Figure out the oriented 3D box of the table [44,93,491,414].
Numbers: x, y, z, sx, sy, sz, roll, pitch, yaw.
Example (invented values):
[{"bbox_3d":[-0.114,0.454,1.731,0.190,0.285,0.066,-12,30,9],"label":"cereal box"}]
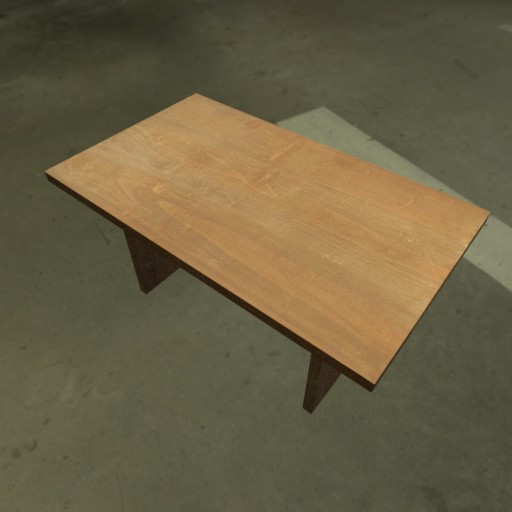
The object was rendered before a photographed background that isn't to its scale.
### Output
[{"bbox_3d":[0.000,0.000,2.116,1.609,0.780,0.946,30,53,26],"label":"table"}]
